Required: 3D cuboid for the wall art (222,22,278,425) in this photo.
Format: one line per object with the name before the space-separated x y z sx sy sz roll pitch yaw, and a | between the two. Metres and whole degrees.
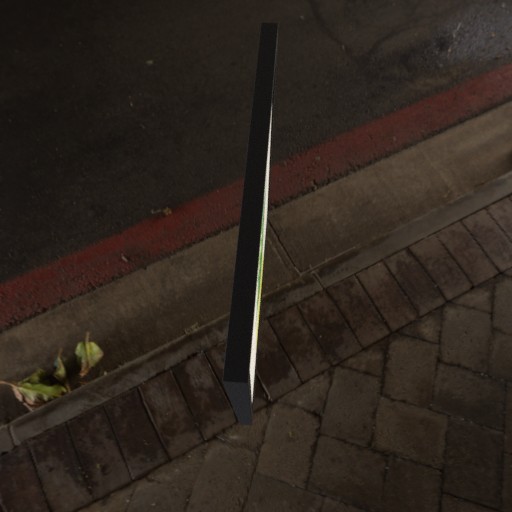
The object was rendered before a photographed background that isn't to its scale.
wall art | 0.000 0.000 1.143 0.037 0.760 0.762 4 65 2
